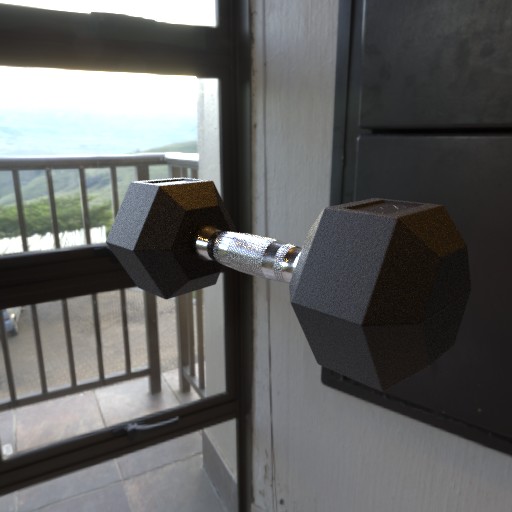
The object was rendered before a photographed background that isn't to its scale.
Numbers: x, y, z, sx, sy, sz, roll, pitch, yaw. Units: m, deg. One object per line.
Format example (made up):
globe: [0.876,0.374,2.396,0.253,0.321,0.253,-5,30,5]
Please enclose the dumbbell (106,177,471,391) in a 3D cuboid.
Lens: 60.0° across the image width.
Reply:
dumbbell: [0.000,0.000,0.316,0.272,0.092,0.106,14,21,42]
